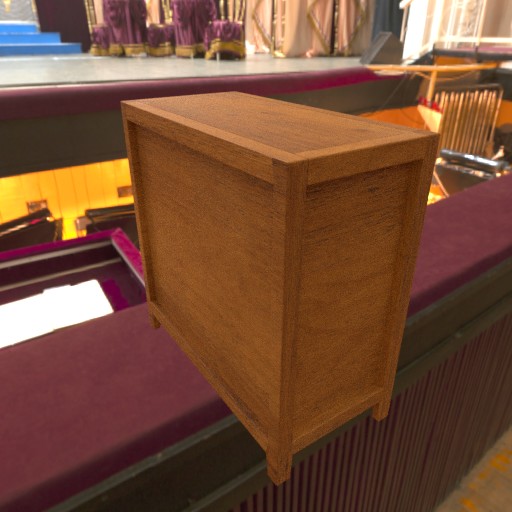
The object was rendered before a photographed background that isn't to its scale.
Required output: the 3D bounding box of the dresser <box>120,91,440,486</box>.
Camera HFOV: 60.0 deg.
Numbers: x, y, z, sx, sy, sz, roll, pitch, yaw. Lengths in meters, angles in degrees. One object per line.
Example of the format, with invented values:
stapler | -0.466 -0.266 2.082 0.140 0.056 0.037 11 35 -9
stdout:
dresser | 0.000 0.000 1.297 0.427 0.804 0.804 -17 32 -30
